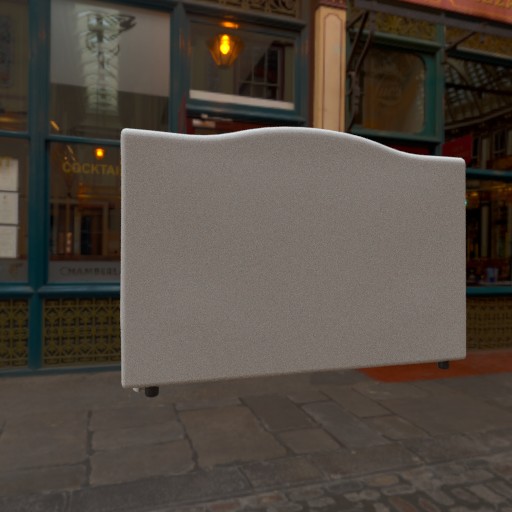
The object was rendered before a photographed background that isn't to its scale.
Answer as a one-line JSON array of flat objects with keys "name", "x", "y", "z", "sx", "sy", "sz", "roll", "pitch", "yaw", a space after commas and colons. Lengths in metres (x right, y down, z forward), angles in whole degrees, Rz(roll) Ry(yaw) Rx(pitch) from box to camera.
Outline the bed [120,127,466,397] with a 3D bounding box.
[{"name": "bed", "x": 0.000, "y": 0.000, "z": 3.484, "sx": 2.083, "sy": 1.421, "sz": 2.182, "roll": 0, "pitch": 0, "yaw": -18}]
